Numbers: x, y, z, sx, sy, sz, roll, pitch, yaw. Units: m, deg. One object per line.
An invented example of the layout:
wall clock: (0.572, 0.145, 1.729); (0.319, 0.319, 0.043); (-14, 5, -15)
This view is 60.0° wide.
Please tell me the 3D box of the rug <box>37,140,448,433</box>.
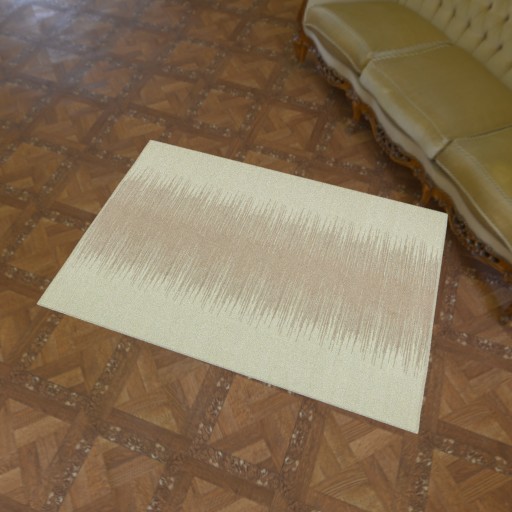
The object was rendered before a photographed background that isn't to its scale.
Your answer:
rug: (0.000, 0.000, 2.323); (1.850, 0.006, 1.234); (16, 58, 10)
